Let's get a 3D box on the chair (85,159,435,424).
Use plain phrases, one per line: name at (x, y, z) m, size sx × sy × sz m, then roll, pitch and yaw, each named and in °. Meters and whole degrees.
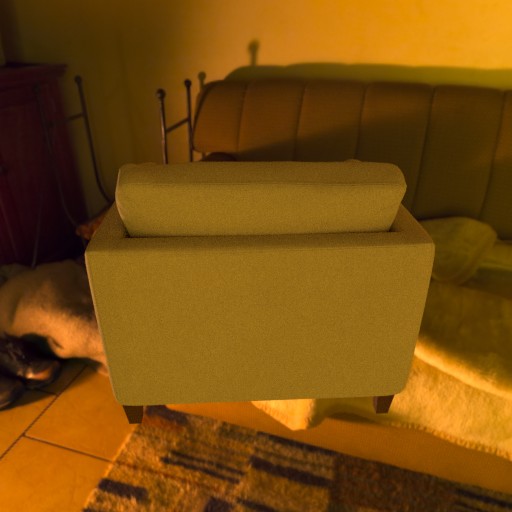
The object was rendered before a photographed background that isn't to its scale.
chair at (0.000, 0.000, 1.873) m, size 1.107 × 0.961 × 0.959 m, roll -1°, pitch 28°, yaw -3°
